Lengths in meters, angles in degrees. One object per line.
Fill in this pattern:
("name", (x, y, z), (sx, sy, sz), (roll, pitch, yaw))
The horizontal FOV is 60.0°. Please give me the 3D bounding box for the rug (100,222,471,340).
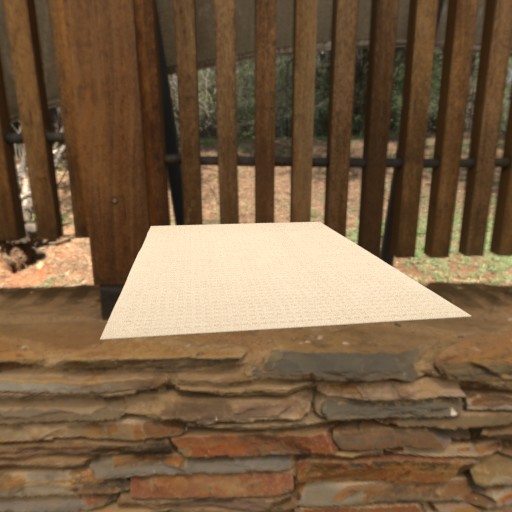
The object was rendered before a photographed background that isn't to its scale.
("rug", (0.000, 0.000, 2.870), (1.523, 0.006, 2.289), (-2, 15, -8))
